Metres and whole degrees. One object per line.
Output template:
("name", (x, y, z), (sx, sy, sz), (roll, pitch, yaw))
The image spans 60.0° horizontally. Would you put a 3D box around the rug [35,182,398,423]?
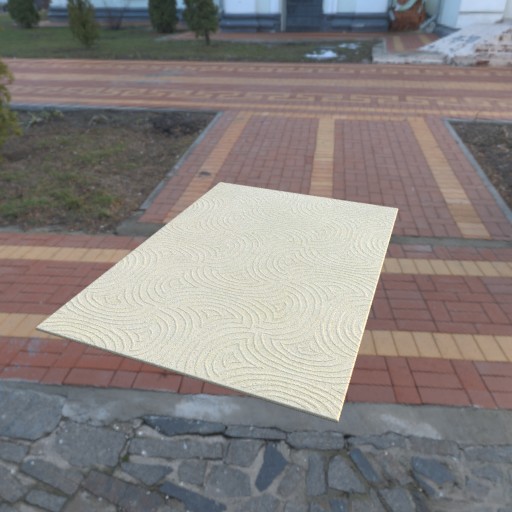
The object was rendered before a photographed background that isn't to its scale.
("rug", (0.000, 0.000, 2.818), (1.526, 0.015, 2.132), (11, 32, 18))
